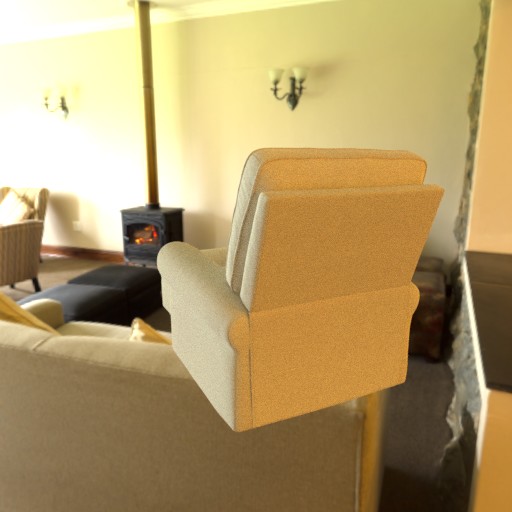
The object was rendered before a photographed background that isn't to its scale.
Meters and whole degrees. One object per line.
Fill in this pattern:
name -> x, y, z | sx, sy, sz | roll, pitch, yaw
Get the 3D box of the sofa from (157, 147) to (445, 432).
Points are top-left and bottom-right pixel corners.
sofa -> 0.000, 0.000, 2.044 | 0.880, 0.959, 1.478 | -6, 15, -26
